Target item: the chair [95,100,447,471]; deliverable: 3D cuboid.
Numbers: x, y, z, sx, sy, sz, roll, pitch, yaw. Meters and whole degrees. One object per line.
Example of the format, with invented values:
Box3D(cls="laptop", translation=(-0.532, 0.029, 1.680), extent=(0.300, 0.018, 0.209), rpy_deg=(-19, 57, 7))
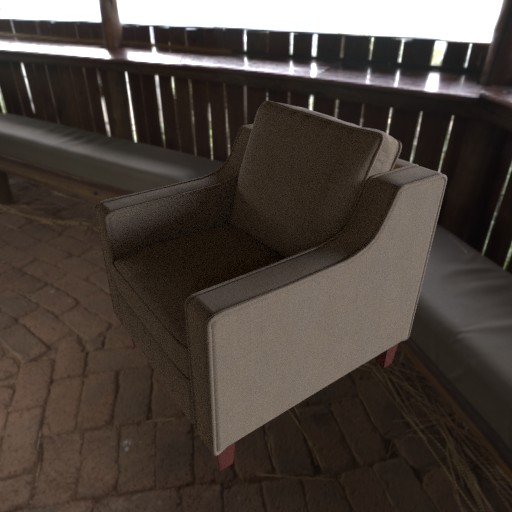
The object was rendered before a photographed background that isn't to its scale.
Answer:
Box3D(cls="chair", translation=(0.000, 0.000, 1.635), extent=(0.909, 0.960, 0.831), rpy_deg=(-20, 36, -30))
